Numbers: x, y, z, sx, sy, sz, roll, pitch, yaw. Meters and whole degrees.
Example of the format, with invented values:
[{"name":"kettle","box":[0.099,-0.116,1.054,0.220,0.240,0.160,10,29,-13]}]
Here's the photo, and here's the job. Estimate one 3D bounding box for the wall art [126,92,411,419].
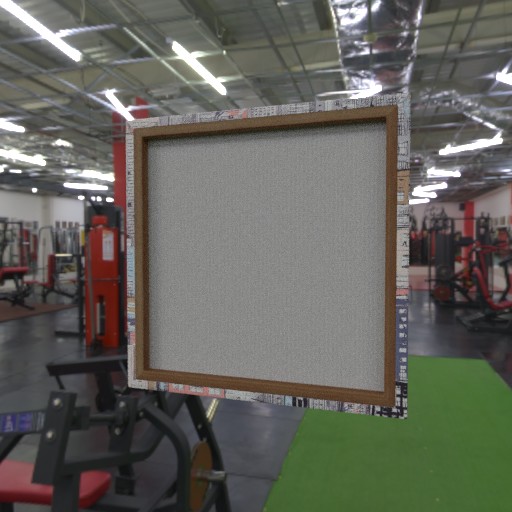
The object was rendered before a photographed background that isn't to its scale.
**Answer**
[{"name":"wall art","box":[0.000,0.000,1.167,0.761,0.762,0.048,1,2,18]}]
